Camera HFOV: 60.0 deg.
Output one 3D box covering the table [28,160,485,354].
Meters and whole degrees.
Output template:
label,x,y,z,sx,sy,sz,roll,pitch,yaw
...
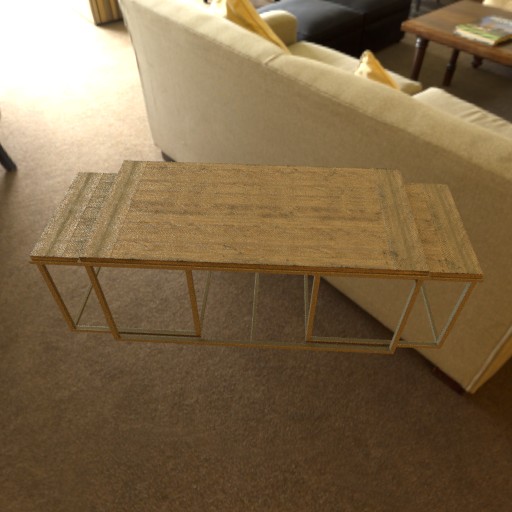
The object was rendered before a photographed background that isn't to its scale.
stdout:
label,x,y,z,sx,sy,sz,roll,pitch,yaw
table,0.000,0.000,1.538,1.312,0.427,0.489,2,46,2
